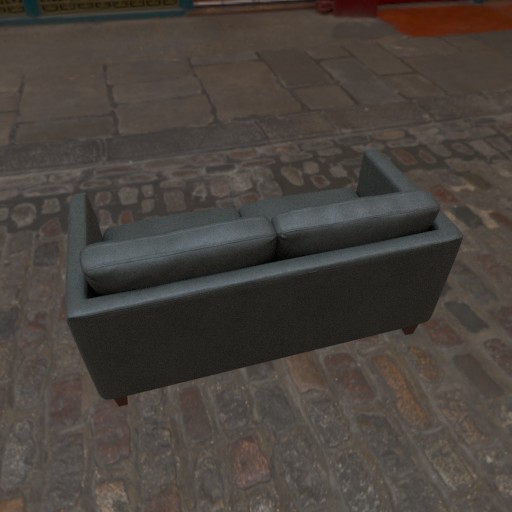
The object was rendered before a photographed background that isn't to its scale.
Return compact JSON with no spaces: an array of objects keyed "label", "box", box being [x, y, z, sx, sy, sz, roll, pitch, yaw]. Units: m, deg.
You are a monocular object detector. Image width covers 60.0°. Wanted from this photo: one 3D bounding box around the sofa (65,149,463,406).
[{"label":"sofa","box":[0.000,0.000,2.486,1.883,0.933,0.951,-11,43,-12]}]
